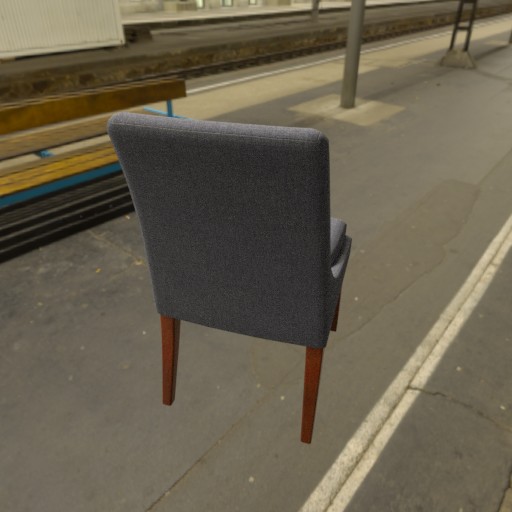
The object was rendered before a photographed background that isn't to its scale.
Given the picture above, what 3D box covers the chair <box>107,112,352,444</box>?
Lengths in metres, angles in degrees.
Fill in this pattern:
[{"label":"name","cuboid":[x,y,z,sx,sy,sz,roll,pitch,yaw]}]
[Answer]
[{"label":"chair","cuboid":[0.000,0.000,1.329,0.508,0.952,0.655,10,33,15]}]
